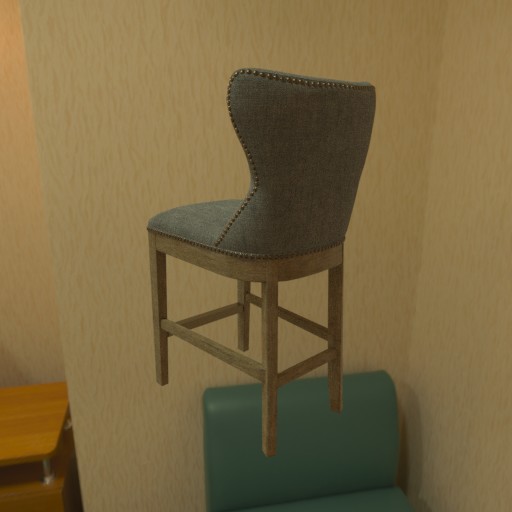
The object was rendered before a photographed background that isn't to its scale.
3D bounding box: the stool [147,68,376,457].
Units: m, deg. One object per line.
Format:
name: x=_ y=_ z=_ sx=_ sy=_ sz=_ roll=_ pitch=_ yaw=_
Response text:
stool: x=0.000 y=0.000 z=1.341 sx=0.498 sy=0.981 sz=0.608 roll=-14 pitch=21 yaw=-40
